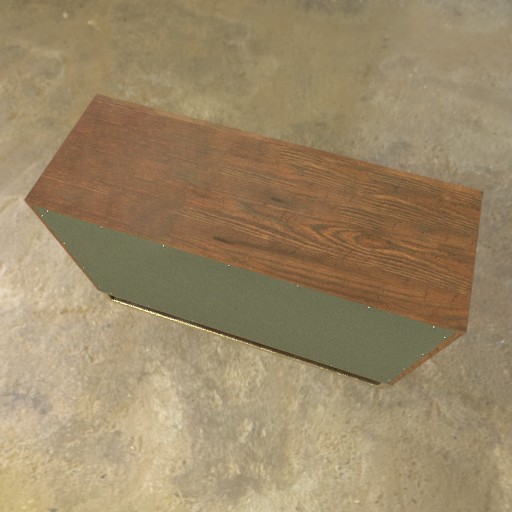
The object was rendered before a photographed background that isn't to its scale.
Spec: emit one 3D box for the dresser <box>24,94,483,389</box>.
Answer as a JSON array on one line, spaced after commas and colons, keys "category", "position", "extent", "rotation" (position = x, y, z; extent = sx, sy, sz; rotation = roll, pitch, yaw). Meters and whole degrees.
[{"category": "dresser", "position": [0.000, 0.000, 2.163], "extent": [1.646, 1.061, 0.623], "rotation": [16, 64, 8]}]
